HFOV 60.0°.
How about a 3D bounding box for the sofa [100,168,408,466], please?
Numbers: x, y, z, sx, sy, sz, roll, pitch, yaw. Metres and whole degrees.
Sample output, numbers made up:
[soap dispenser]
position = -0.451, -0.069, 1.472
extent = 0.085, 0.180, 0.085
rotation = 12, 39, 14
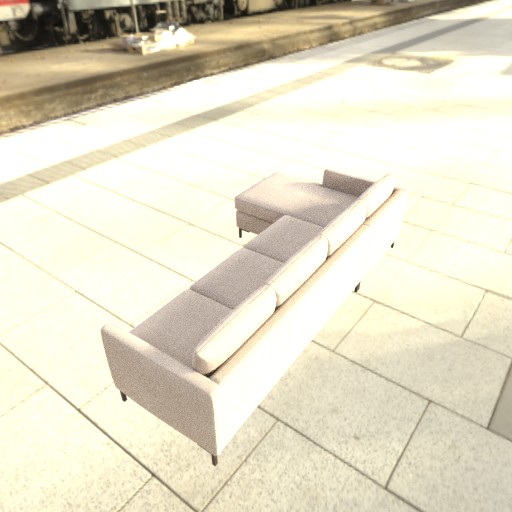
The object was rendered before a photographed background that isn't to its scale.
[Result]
[sofa]
position = 0.000, 0.000, 3.625
extent = 1.469, 0.816, 2.923
rotation = 22, 40, 28
